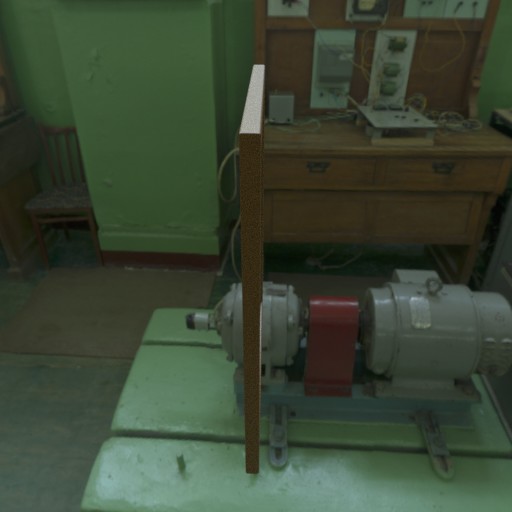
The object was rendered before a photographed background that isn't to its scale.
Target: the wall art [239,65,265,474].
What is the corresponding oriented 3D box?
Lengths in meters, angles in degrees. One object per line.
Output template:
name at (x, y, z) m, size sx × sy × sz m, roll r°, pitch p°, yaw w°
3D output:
wall art at (0.000, 0.000, 0.764) m, size 0.021 × 0.550 × 0.449 m, roll 1°, pitch 31°, yaw 1°
